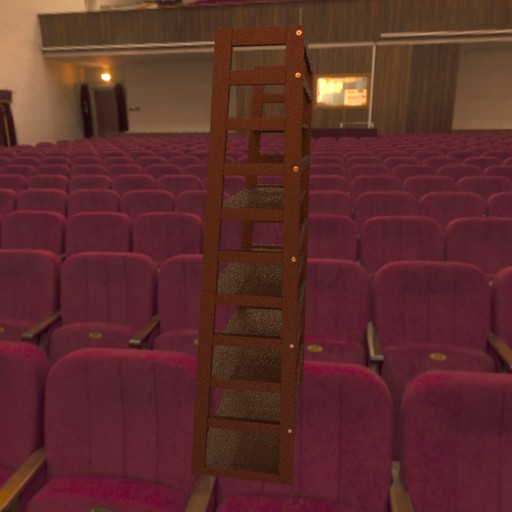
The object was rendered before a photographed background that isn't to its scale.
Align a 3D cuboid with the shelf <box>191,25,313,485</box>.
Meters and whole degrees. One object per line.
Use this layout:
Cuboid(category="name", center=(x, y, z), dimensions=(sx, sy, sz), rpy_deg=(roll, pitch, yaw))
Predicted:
Cuboid(category="shelf", center=(0.000, 0.000, 1.880), dimensions=(0.403, 1.600, 0.763), rpy_deg=(2, 15, 9))
